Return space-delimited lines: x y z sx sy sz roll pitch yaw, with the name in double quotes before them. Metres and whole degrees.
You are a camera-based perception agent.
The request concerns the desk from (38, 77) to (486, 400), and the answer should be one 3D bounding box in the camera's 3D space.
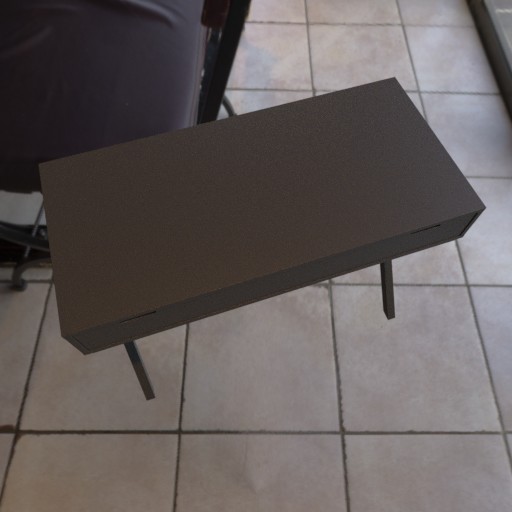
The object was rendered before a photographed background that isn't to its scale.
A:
"desk" 0.000 0.000 1.494 1.057 0.780 0.504 -16 63 -9
